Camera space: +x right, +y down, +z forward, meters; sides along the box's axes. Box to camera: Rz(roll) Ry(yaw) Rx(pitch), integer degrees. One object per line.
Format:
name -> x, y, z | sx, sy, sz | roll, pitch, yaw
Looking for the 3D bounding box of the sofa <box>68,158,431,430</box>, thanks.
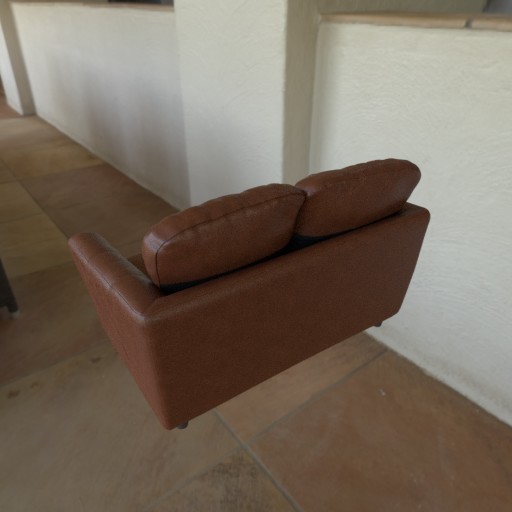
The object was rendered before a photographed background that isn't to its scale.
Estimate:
sofa -> 0.000, 0.000, 1.988 | 1.406, 0.906, 0.805 | -19, 35, -29
